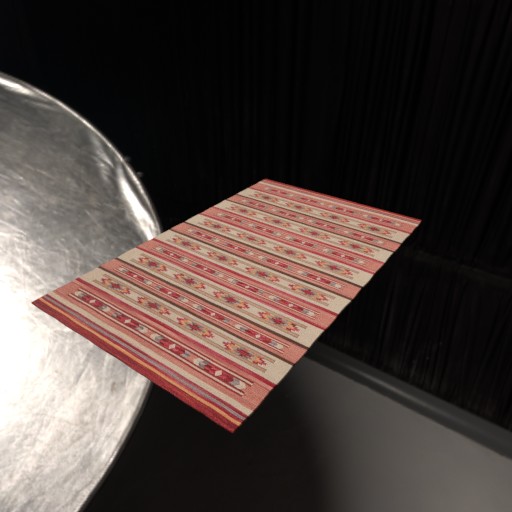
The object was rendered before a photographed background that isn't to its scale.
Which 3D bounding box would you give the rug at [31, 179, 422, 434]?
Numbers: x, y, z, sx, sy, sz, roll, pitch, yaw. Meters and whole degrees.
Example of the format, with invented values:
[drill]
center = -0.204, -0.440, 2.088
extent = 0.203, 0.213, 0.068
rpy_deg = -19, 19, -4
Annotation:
[rug]
center = 0.000, 0.000, 3.079
extent = 1.535, 0.010, 2.431
rpy_deg = 21, 37, 30
